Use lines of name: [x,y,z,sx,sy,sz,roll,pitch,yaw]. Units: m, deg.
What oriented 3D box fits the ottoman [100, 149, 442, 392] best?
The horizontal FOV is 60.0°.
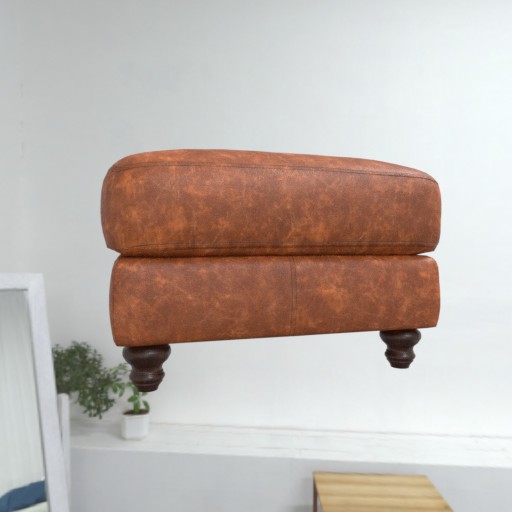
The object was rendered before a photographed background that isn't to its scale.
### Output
ottoman: [0.000,0.000,1.281,0.832,0.562,0.657,0,2,-17]
